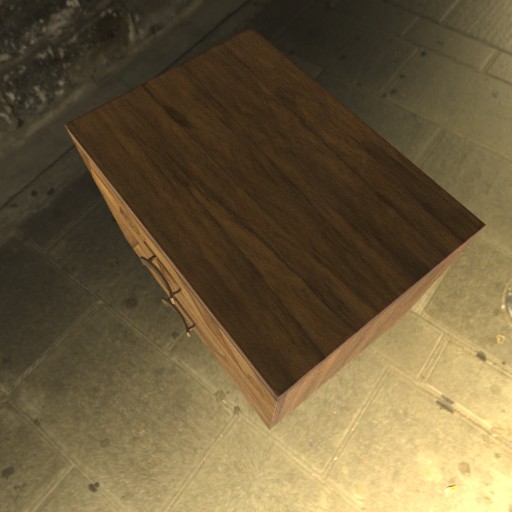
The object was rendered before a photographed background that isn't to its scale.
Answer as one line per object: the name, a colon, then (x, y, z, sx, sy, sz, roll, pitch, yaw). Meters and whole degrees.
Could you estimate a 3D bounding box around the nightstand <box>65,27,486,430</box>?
nightstand: (0.000, 0.000, 1.025, 0.458, 0.610, 0.610, -35, 68, -16)
